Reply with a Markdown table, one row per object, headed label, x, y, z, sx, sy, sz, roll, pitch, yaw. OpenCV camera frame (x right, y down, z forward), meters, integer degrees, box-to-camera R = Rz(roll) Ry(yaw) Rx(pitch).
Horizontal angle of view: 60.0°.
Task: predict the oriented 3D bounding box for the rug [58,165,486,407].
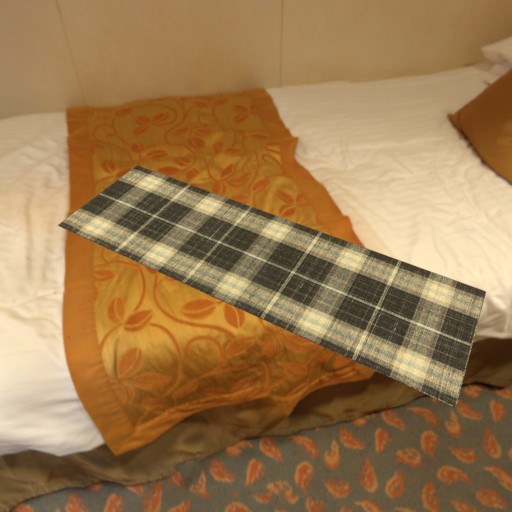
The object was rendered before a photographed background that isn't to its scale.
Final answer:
| label | x | y | z | sx | sy | sz | roll | pitch | yaw |
| --- | --- | --- | --- | --- | --- | --- | --- | --- | --- |
| rug | 0.000 | 0.000 | 2.586 | 2.434 | 0.012 | 0.760 | 22 | 49 | 20 |
